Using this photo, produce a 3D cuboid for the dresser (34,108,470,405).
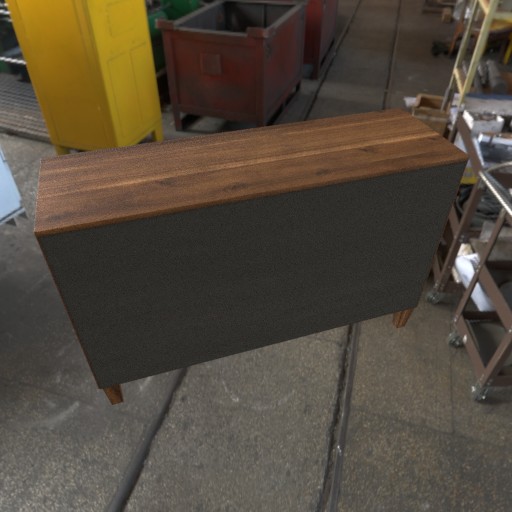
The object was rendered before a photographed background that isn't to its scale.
[{"bbox_3d":[0.000,0.000,1.793,1.387,0.892,0.438,-12,42,-13],"label":"dresser"}]
